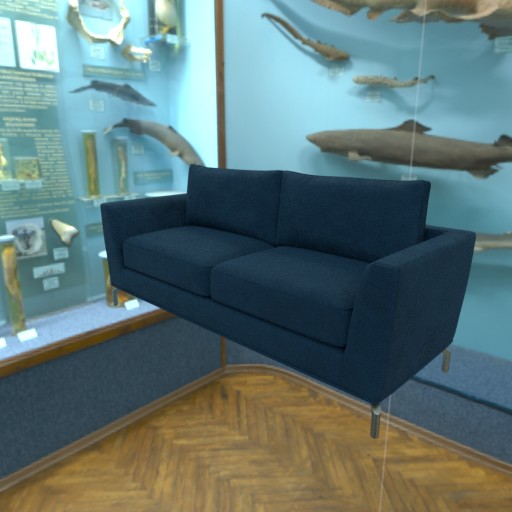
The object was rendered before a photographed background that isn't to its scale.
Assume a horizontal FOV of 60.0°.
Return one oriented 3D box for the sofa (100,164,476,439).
[{"bbox_3d":[0.000,0.000,2.678,2.212,0.998,0.853,14,21,42],"label":"sofa"}]
